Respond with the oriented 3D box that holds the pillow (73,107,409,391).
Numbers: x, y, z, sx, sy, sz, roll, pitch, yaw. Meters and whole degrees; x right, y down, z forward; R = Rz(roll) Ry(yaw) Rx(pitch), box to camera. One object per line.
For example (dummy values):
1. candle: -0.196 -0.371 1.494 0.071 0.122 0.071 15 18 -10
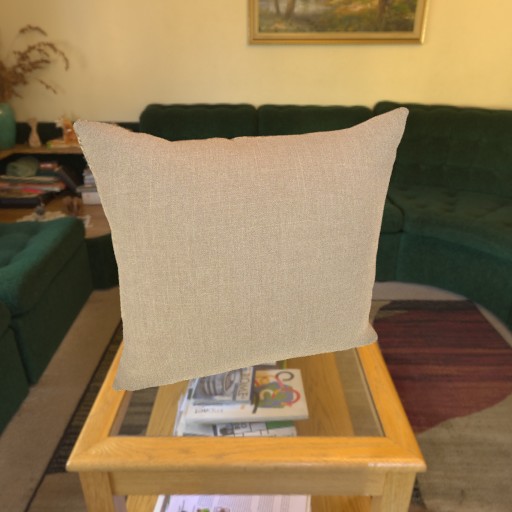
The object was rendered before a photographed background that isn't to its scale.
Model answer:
1. pillow: 0.000 0.000 0.782 0.546 0.487 0.180 -8 26 -16
